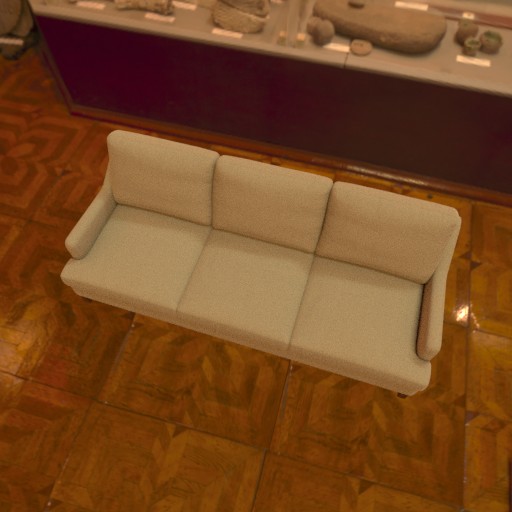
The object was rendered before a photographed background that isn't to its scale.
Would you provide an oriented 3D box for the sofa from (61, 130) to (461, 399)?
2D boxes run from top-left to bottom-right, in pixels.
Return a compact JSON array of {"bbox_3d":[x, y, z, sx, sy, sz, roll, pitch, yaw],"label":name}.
[{"bbox_3d":[0.000,0.000,2.819,2.321,0.913,1.000,15,60,9],"label":"sofa"}]
